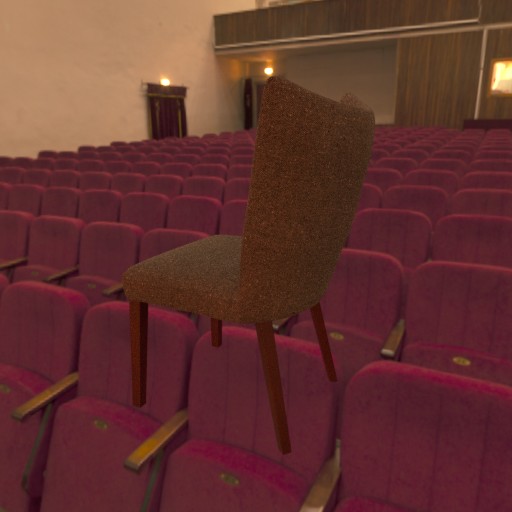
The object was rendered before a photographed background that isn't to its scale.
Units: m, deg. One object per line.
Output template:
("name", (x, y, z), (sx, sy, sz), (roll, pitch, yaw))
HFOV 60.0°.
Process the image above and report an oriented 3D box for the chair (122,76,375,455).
("chair", (0.000, 0.000, 1.301), (0.623, 0.924, 0.535), (8, 18, 27))
